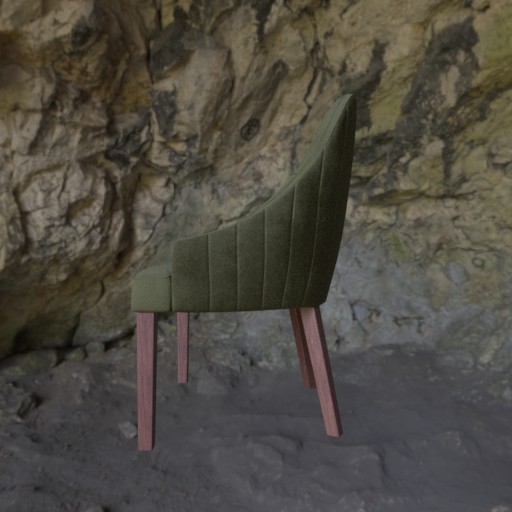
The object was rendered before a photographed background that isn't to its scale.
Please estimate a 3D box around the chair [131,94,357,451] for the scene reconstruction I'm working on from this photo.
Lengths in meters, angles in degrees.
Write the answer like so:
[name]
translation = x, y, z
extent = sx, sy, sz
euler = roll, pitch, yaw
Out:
[chair]
translation = 0.000, 0.000, 1.309
extent = 0.575, 0.889, 0.643
euler = 0, -1, -1
